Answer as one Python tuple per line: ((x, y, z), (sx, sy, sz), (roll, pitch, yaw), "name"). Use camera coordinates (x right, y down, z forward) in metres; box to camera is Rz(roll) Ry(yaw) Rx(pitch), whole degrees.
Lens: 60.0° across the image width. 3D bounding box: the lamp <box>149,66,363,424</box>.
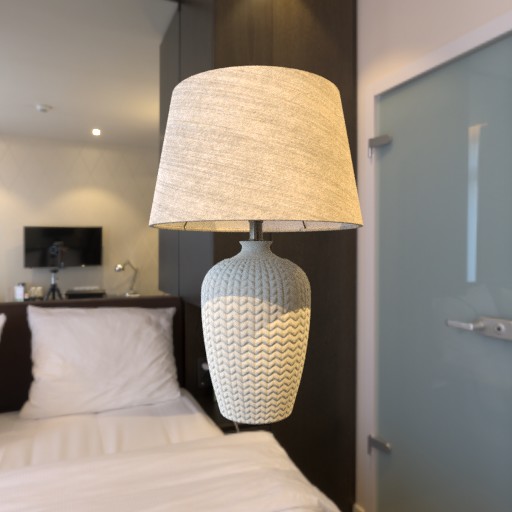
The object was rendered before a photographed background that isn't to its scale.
((0.000, 0.000, 0.828), (0.390, 0.580, 0.390), (0, 1, 0), "lamp")
